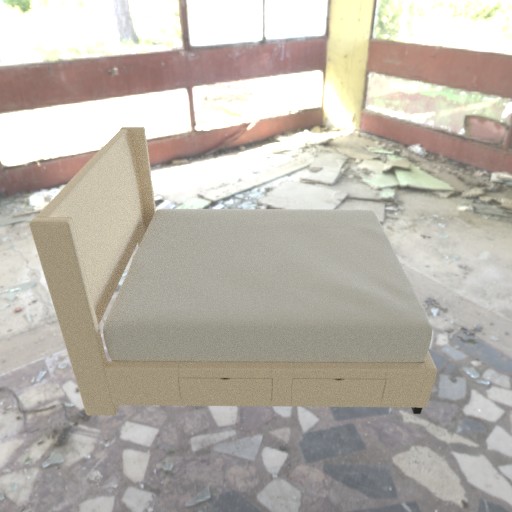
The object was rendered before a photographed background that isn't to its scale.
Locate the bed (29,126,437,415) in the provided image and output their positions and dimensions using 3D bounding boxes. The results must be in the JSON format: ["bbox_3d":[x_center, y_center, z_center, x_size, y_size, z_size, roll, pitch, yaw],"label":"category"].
[{"bbox_3d":[0.000,0.000,3.351,2.280,1.471,1.765,0,32,0],"label":"bed"}]
